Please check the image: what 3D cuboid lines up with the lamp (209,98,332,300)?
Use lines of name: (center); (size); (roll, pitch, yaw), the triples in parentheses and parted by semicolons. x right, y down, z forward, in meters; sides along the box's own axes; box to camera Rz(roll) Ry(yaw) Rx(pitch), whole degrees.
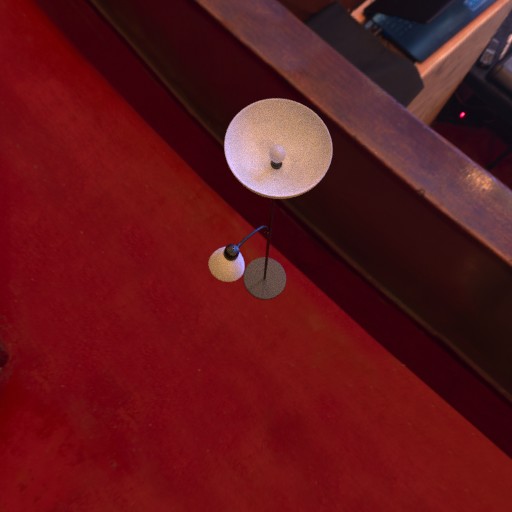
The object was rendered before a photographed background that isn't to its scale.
lamp: (0.000, 0.000, 1.966); (0.279, 1.804, 0.442); (40, 80, 9)
